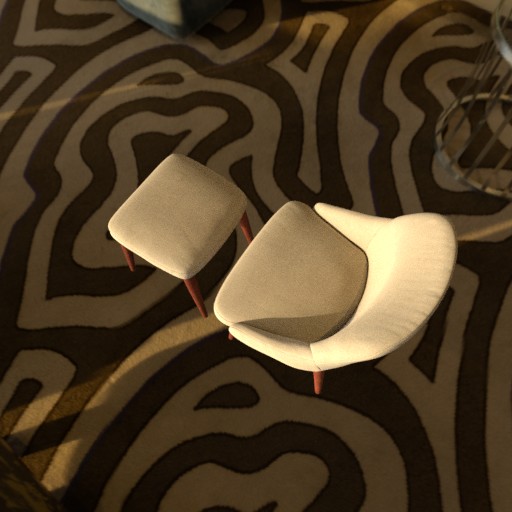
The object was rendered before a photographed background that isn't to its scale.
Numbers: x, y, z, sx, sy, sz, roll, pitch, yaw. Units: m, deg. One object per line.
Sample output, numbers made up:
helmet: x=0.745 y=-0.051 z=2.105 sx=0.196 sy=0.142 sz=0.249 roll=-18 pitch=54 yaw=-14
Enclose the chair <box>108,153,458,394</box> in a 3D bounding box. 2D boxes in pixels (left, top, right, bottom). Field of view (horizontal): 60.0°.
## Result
chair: x=0.000 y=0.000 z=1.602 sx=1.114 sy=0.866 sz=0.584 roll=31 pitch=68 yaw=14
